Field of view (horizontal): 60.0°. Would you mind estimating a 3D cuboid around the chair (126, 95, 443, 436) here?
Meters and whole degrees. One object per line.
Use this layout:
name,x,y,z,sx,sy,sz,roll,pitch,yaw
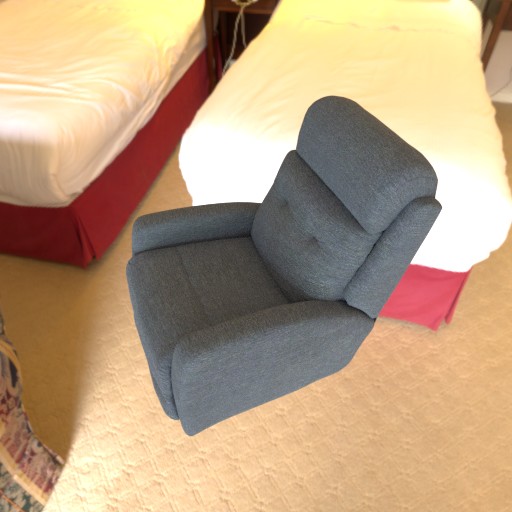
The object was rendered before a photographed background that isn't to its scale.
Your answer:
chair,0.000,0.000,1.759,1.043,1.013,0.798,-17,48,-16
